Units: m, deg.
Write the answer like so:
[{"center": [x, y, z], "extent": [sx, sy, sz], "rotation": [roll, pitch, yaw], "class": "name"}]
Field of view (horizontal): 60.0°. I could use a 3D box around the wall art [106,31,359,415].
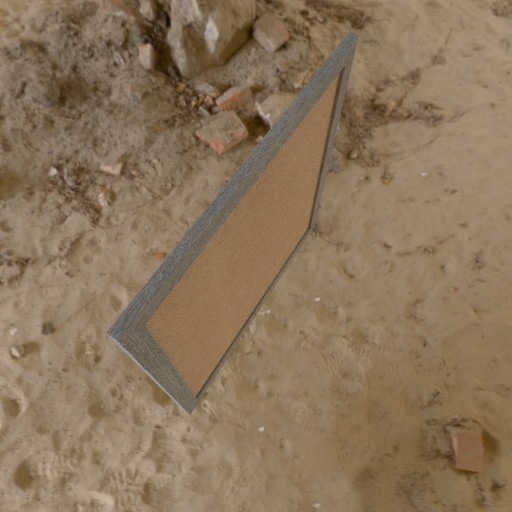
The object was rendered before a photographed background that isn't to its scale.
[{"center": [0.000, 0.000, 0.996], "extent": [0.020, 0.685, 0.685], "rotation": [29, 67, 14], "class": "wall art"}]
